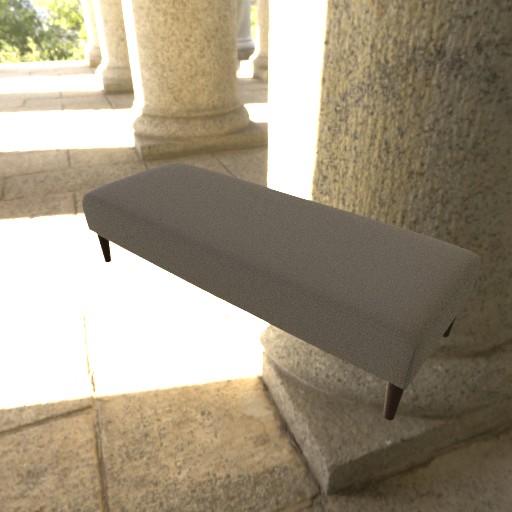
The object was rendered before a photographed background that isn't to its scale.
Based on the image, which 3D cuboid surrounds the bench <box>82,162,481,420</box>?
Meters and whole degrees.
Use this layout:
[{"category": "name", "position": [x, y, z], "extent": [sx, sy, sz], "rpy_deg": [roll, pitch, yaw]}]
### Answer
[{"category": "bench", "position": [0.000, 0.000, 1.898], "extent": [1.609, 0.393, 0.646], "rpy_deg": [23, 37, 33]}]
